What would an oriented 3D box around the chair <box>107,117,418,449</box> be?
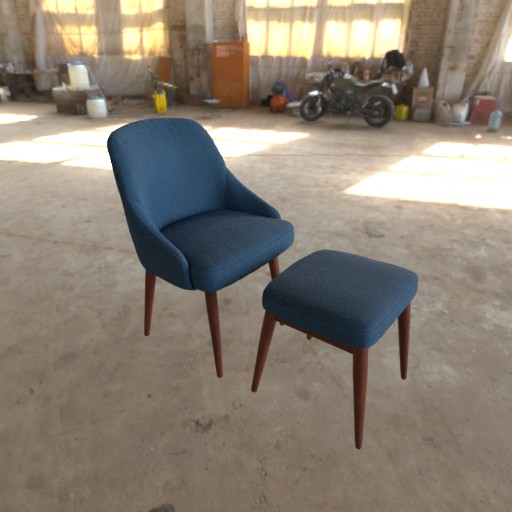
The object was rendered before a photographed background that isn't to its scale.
[{"bbox_3d":[0.000,0.000,1.633,1.114,0.866,0.584,18,32,33],"label":"chair"}]
